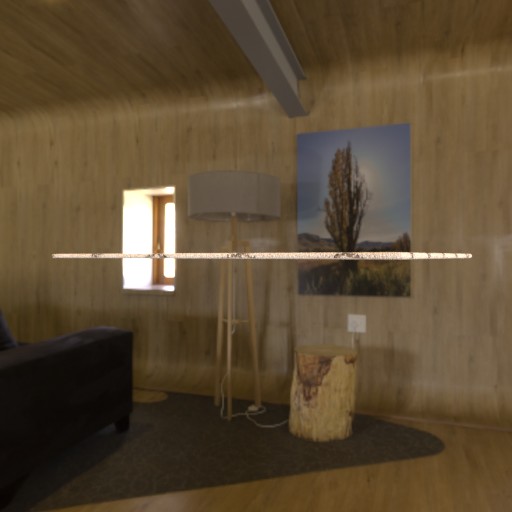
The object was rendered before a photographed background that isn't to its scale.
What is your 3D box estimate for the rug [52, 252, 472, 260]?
[{"bbox_3d":[0.000,0.000,3.017,2.438,0.030,1.524,0,0,35],"label":"rug"}]
